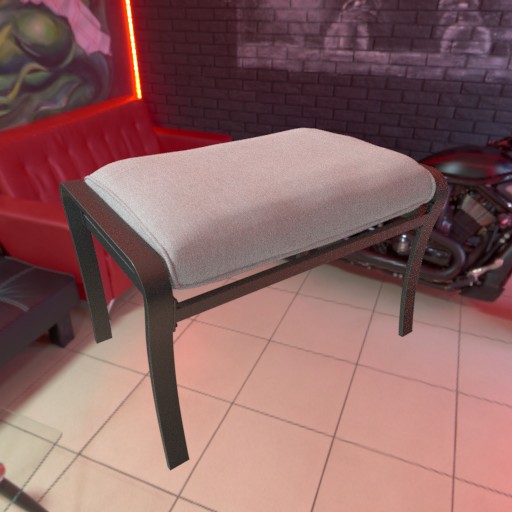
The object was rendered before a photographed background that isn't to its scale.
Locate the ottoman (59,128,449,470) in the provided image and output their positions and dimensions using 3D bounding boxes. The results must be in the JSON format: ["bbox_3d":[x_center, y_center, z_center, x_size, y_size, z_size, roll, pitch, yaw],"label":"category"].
[{"bbox_3d":[0.000,0.000,0.902,0.610,0.422,0.406,-19,35,-30],"label":"ottoman"}]
